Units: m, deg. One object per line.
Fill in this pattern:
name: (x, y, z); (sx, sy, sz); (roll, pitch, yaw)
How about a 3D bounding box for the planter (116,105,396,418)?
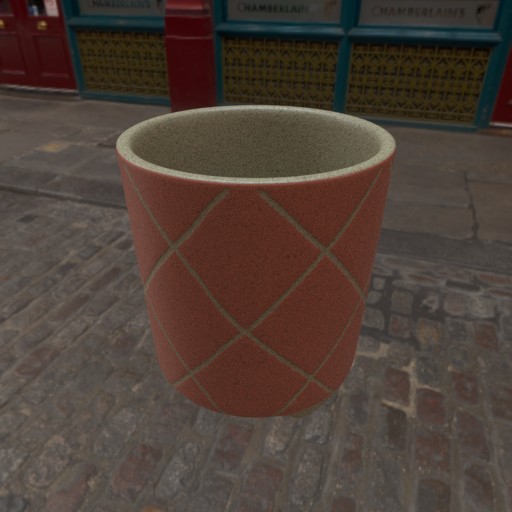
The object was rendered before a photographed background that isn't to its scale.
planter: (0.000, 0.000, 0.362); (0.191, 0.200, 0.191); (0, 30, 0)
